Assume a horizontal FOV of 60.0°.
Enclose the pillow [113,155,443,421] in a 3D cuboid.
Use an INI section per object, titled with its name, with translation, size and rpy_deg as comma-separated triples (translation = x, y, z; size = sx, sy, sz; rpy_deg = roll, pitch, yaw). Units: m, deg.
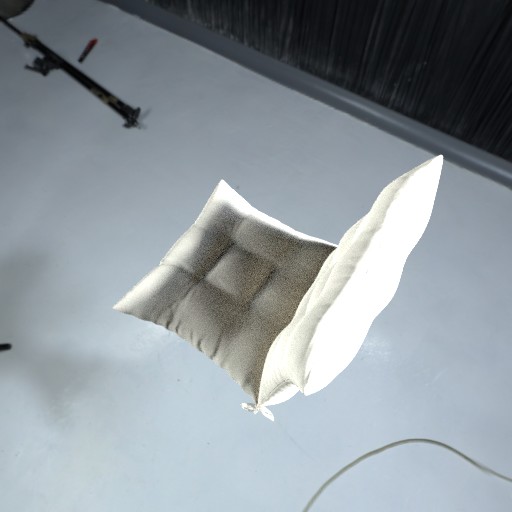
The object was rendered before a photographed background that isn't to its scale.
[pillow]
translation = 0.000, 0.000, 1.011
size = 0.585, 0.536, 0.541
rpy_deg = 30, 68, 14
